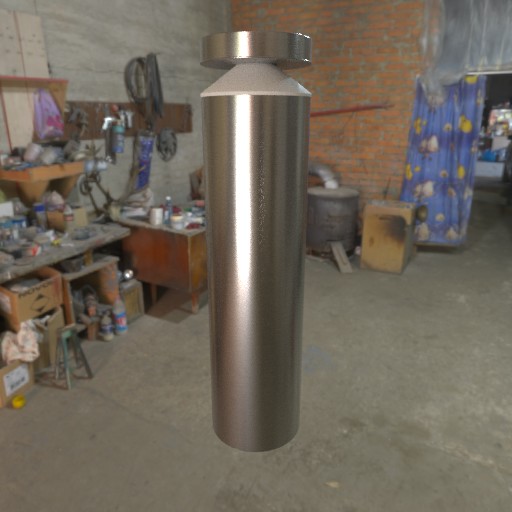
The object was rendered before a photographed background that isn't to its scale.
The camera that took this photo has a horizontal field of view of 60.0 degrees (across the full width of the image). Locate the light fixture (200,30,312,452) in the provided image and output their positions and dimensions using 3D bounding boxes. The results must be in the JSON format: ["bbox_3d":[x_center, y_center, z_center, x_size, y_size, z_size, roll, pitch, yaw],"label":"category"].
[{"bbox_3d":[0.000,0.000,0.454,0.102,0.400,0.102,-2,17,-8],"label":"light fixture"}]
